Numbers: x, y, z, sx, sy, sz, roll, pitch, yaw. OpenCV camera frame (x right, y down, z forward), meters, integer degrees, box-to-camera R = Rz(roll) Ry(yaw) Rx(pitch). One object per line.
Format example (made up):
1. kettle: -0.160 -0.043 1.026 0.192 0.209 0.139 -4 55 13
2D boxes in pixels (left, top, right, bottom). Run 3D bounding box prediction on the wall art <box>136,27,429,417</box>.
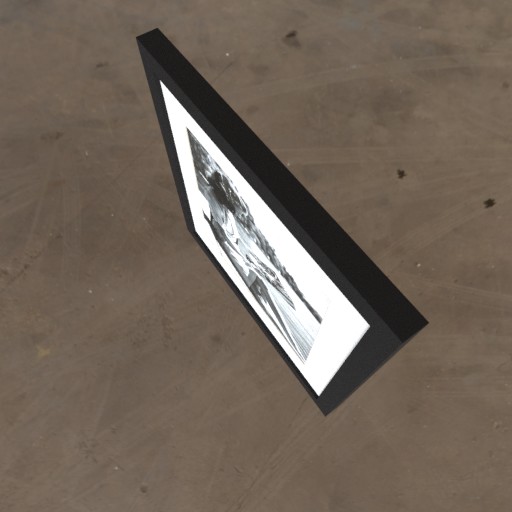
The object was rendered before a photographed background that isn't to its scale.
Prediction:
1. wall art: 0.000 0.000 0.658 0.030 0.458 0.462 -32 67 -15
